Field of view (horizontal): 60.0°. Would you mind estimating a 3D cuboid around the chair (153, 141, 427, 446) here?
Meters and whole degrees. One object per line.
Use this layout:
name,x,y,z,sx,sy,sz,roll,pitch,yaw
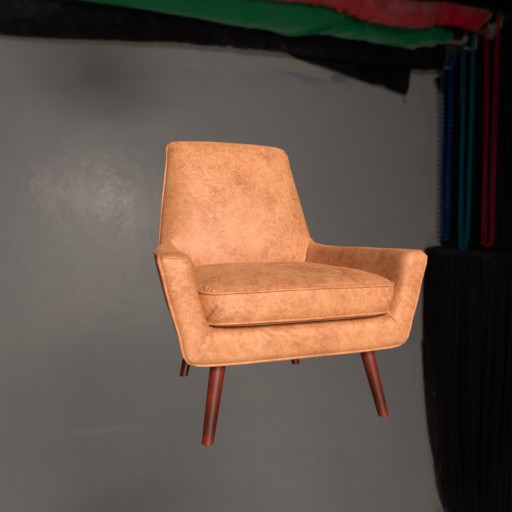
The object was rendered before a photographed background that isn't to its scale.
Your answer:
chair,0.000,0.000,1.511,0.753,0.883,0.851,-1,3,-19
